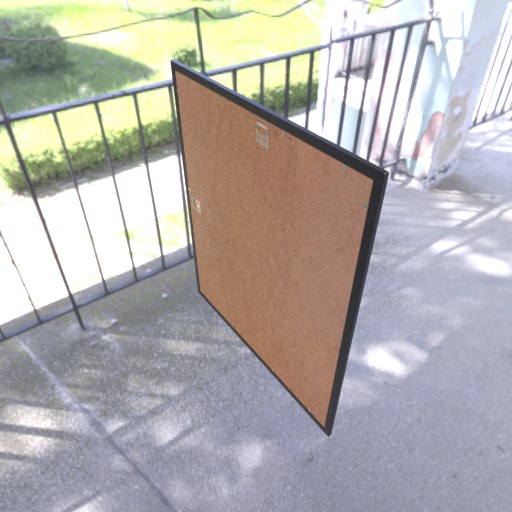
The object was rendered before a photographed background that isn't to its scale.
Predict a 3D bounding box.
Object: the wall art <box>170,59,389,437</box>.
[{"bbox_3d":[0.000,0.000,0.938,0.018,0.660,0.559,-26,47,-27],"label":"wall art"}]
